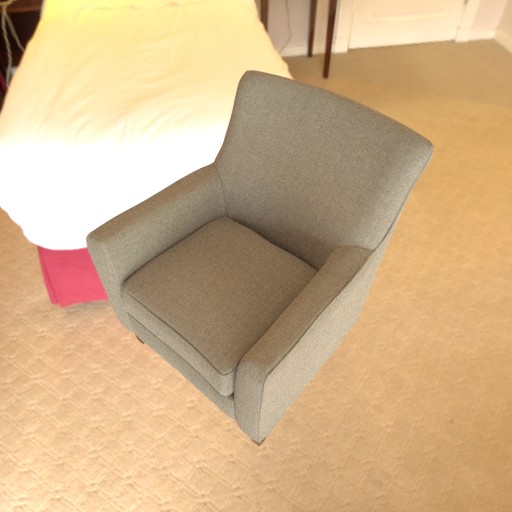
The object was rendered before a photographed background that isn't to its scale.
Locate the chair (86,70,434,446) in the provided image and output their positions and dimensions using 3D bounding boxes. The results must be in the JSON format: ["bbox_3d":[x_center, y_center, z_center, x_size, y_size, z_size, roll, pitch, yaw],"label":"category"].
[{"bbox_3d":[0.000,0.000,1.830,0.887,1.047,0.993,33,55,26],"label":"chair"}]
